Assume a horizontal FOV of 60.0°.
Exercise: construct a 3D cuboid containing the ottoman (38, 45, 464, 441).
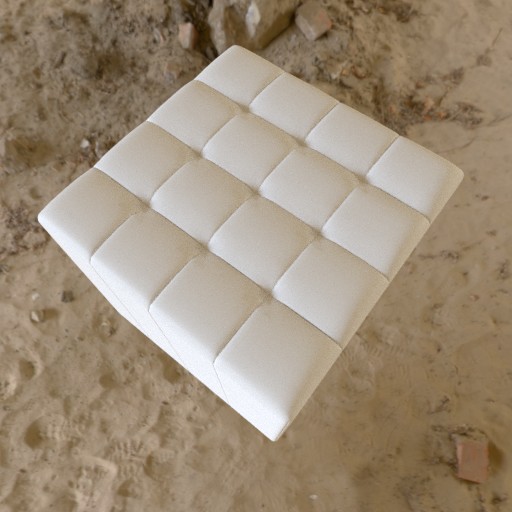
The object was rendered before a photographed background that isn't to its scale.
[{"bbox_3d":[0.000,0.000,0.787,0.425,0.432,0.425,35,69,15],"label":"ottoman"}]
